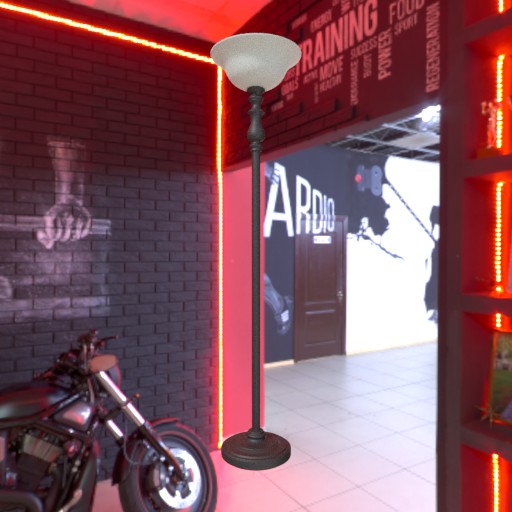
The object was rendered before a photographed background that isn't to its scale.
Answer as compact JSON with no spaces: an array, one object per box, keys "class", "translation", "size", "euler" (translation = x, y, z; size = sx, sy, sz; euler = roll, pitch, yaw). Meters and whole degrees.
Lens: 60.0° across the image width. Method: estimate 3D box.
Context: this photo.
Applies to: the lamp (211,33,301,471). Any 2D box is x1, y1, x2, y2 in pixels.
[{"class":"lamp","translation":[0.000,0.000,1.990],"size":[0.405,1.797,0.405],"euler":[0,0,1]}]
